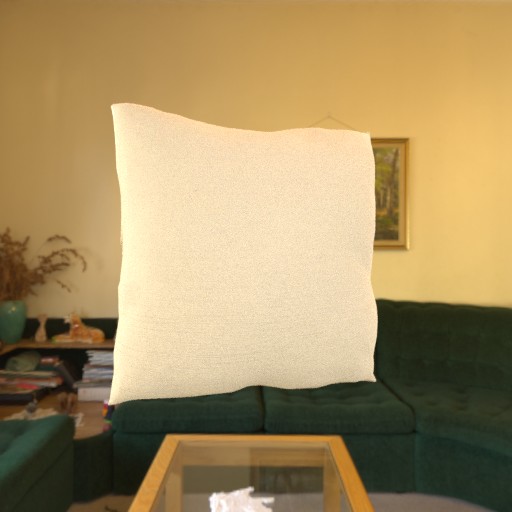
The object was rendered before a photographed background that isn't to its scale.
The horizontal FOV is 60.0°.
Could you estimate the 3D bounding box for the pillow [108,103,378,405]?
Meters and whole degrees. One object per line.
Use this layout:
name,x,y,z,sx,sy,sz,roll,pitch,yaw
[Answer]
pillow,0.000,0.000,0.709,0.450,0.448,0.245,0,0,-17
